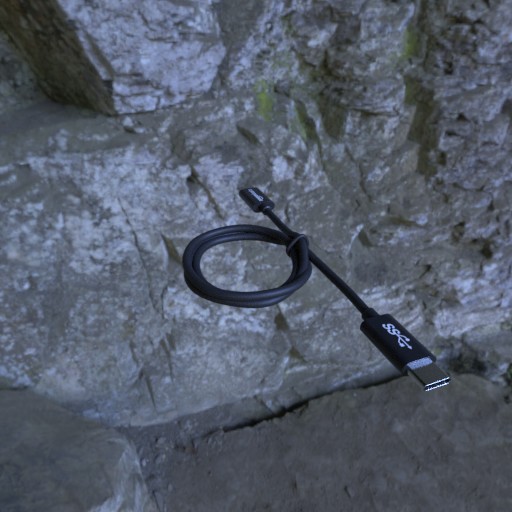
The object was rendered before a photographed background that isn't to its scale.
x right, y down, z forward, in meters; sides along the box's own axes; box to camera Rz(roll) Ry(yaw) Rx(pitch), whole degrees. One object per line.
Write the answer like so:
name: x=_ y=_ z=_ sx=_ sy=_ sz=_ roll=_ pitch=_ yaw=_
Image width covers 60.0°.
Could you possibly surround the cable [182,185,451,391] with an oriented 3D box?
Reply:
cable: x=0.000 y=0.000 z=0.208 sx=0.070 sy=0.014 sz=0.186 roll=-11 pitch=31 yaw=-18
